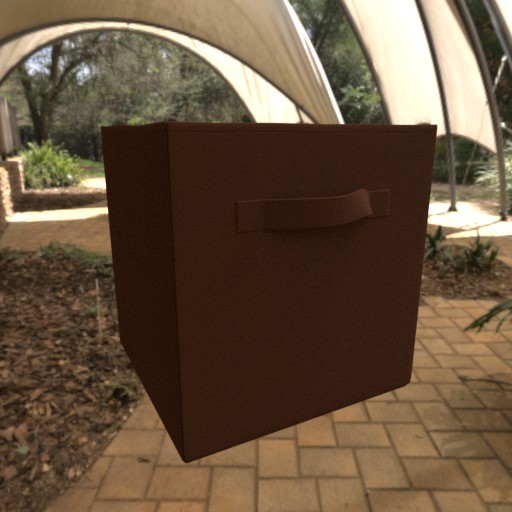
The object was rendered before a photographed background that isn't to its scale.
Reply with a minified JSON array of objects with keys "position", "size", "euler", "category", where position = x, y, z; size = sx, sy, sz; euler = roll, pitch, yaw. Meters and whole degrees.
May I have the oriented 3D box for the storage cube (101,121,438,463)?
[{"position":[0.000,0.000,0.494],"size":[0.270,0.280,0.270],"euler":[-8,17,-27],"category":"storage cube"}]
